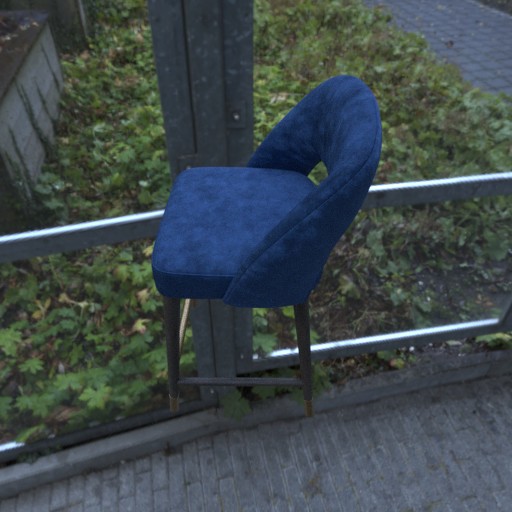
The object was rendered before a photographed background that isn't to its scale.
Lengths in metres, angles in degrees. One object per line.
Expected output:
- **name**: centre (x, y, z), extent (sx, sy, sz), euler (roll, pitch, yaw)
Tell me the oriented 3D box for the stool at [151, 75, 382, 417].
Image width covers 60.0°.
- **stool**: centre (0.000, 0.000, 1.250), extent (0.524, 0.925, 0.536), euler (1, 42, 2)
